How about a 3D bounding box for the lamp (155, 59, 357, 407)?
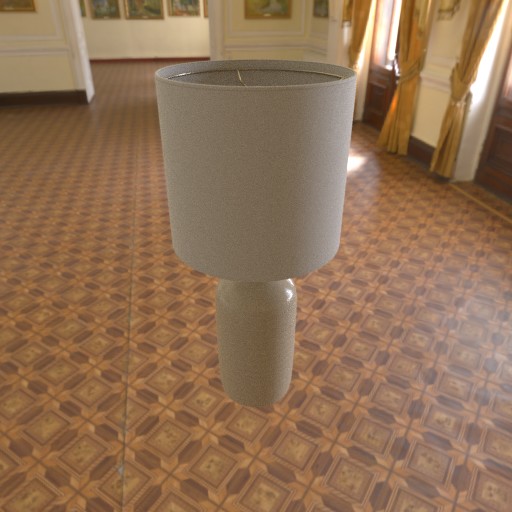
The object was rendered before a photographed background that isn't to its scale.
[{"bbox_3d":[0.000,0.000,0.610,0.220,0.475,0.220,0,30,1],"label":"lamp"}]
